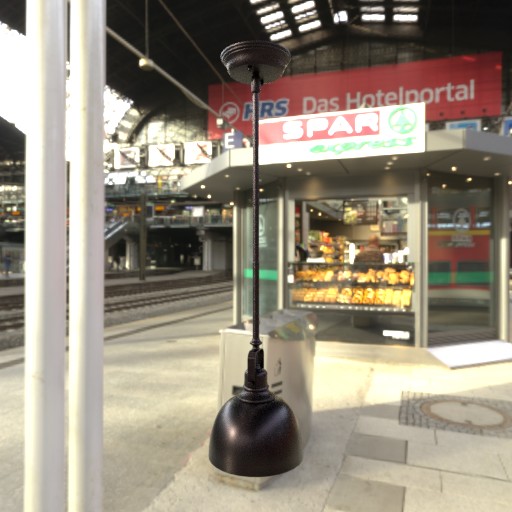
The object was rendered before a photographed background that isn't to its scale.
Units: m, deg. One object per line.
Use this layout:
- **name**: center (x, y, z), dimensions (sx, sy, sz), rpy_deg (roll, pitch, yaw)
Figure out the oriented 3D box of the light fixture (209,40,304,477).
- **light fixture**: center (0.000, 0.000, 0.856), dimensions (0.182, 0.768, 0.182), rpy_deg (0, 0, 19)
